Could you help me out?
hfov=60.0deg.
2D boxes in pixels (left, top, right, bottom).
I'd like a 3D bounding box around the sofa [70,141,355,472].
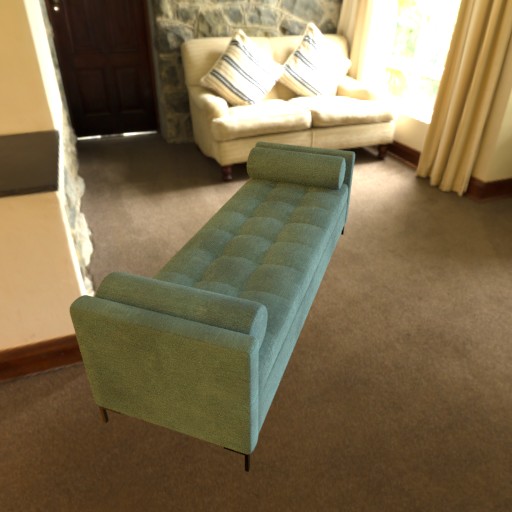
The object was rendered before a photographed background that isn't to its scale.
[{"bbox_3d":[0.000,0.000,2.384,0.686,0.635,1.981,11,33,17],"label":"sofa"}]
